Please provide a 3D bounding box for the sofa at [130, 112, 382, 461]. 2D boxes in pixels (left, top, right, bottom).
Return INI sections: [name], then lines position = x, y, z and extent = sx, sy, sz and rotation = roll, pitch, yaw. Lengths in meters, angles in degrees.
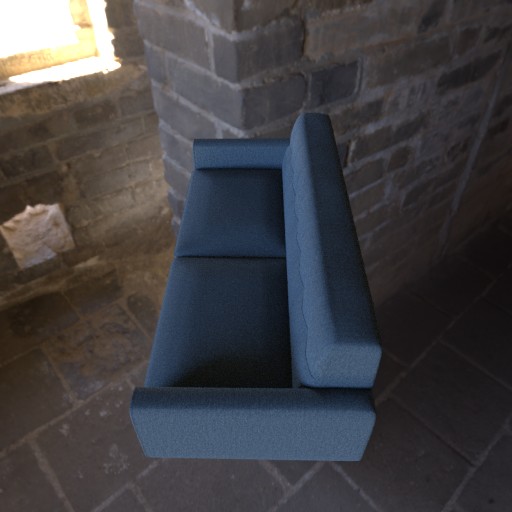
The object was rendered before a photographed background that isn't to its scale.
[sofa]
position = 0.000, 0.000, 2.476
extent = 0.942, 0.884, 2.055
rotation = 1, 43, 1
